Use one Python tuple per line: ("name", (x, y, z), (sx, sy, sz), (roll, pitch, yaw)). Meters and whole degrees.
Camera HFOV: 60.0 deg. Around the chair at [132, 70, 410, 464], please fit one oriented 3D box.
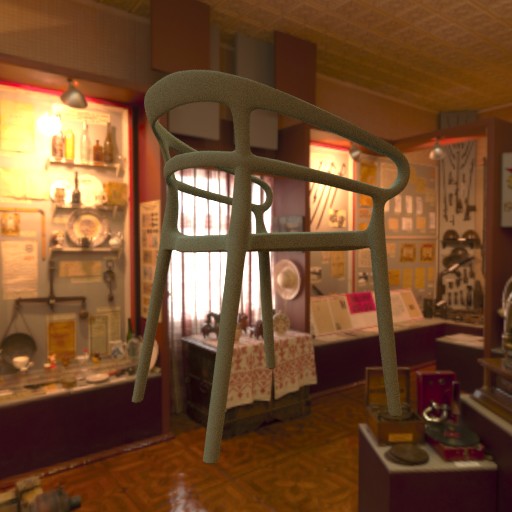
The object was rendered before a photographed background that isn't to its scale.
("chair", (0.000, 0.000, 1.119), (0.527, 0.761, 0.559), (-1, 2, -35))
